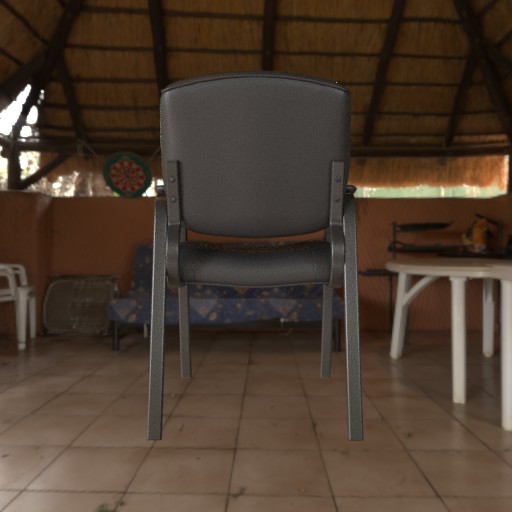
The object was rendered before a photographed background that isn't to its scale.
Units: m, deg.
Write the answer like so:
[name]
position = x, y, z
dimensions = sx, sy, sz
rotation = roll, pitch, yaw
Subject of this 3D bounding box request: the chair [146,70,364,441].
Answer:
[chair]
position = 0.000, 0.000, 1.380
dimensions = 0.591, 0.910, 0.668
rotation = 0, 0, 0
